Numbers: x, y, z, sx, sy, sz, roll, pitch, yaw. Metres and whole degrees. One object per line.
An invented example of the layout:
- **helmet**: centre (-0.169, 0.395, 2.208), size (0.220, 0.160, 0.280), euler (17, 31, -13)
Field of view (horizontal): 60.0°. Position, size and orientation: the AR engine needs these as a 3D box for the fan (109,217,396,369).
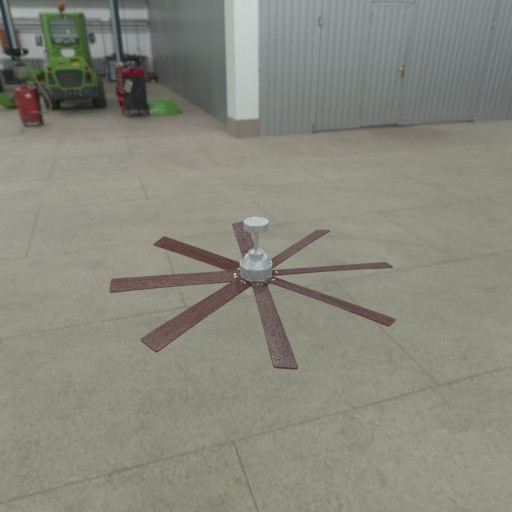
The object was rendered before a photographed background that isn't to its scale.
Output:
- **fan**: centre (0.000, 0.000, 2.815), size (1.830, 0.472, 1.830), euler (18, 31, 32)
